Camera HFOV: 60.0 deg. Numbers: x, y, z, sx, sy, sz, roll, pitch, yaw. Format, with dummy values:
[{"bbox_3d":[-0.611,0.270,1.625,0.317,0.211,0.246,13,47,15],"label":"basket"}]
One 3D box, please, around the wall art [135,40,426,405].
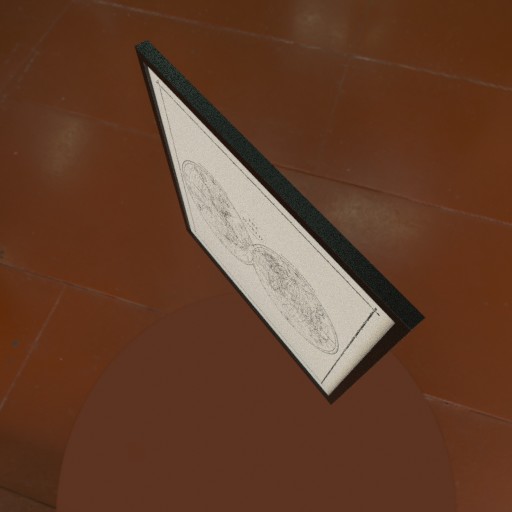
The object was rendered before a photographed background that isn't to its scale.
[{"bbox_3d":[0.000,0.000,1.135,0.031,0.775,0.773,-35,69,-16],"label":"wall art"}]
